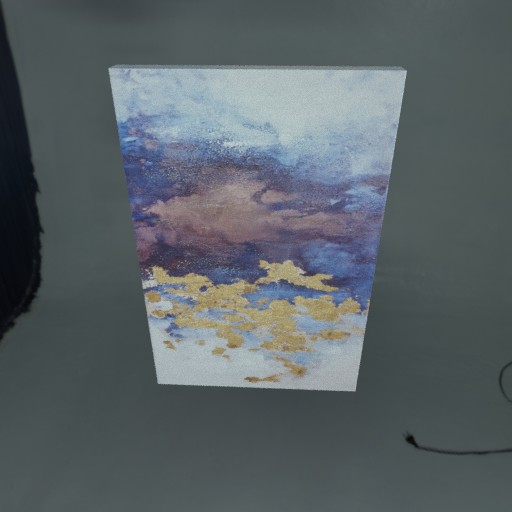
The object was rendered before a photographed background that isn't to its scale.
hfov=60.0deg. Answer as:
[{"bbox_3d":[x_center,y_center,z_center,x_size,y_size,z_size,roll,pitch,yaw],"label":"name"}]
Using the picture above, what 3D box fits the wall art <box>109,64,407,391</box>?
[{"bbox_3d":[0.000,0.000,1.107,0.583,0.874,0.048,1,31,2],"label":"wall art"}]
